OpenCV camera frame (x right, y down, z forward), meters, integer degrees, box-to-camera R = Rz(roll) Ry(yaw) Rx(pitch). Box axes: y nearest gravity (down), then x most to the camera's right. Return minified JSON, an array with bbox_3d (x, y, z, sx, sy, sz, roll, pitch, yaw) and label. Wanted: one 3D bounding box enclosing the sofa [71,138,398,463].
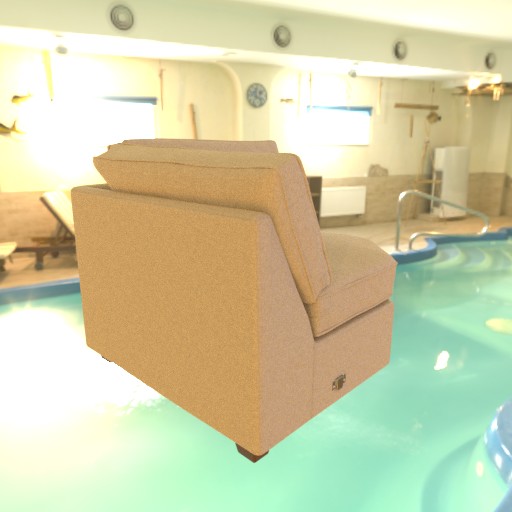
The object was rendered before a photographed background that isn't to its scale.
[{"bbox_3d":[0.000,0.000,1.822,1.050,0.937,1.042,14,20,43],"label":"sofa"}]
